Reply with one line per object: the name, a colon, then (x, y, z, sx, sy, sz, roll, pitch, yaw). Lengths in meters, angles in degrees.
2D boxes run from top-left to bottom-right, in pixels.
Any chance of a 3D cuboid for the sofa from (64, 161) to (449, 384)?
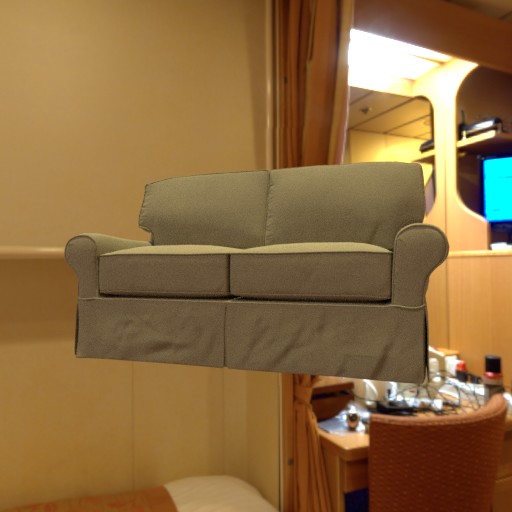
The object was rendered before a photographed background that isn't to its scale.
sofa: (0.000, 0.000, 2.342, 1.823, 1.024, 0.841, -1, -2, 19)
